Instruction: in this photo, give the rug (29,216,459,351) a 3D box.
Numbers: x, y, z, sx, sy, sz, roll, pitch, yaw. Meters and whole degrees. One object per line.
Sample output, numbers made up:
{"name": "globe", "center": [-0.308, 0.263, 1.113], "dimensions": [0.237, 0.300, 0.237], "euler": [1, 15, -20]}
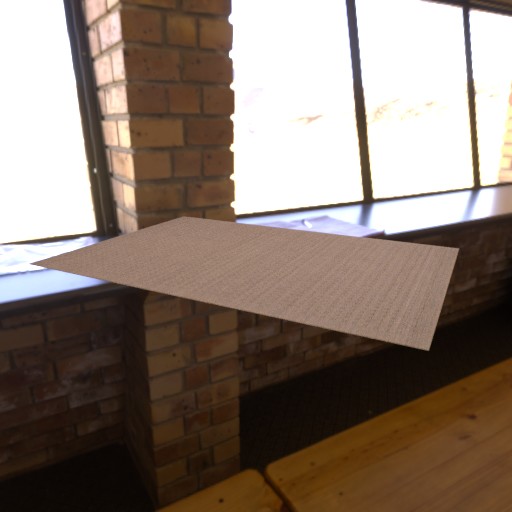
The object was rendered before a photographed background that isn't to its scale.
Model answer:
{"name": "rug", "center": [0.000, 0.000, 3.599], "dimensions": [2.895, 0.006, 1.981], "euler": [9, 19, 26]}
